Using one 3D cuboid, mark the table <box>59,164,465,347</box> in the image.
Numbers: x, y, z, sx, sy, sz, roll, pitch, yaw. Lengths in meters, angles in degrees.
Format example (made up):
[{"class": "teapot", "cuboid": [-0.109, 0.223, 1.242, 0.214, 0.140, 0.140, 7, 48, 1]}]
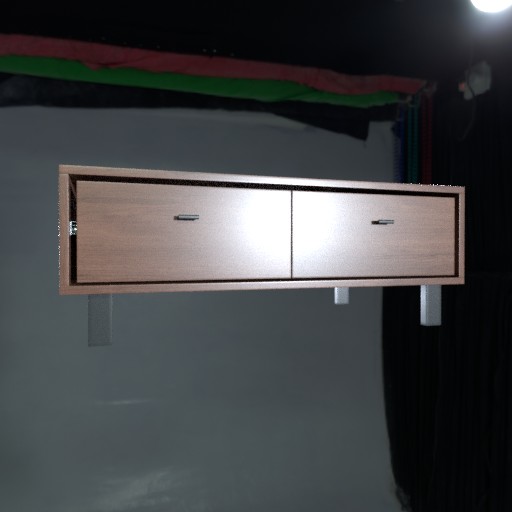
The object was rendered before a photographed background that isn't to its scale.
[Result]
[{"class": "table", "cuboid": [0.000, 0.000, 1.323, 1.020, 0.380, 0.600, 0, 1, -18]}]
